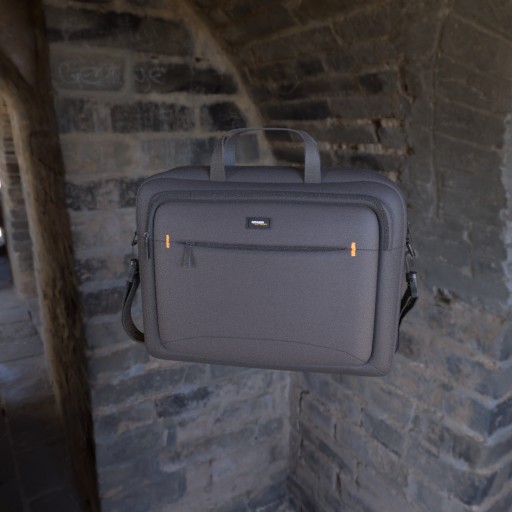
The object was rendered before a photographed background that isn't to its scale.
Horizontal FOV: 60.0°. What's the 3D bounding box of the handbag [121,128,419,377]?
[{"bbox_3d":[0.000,0.000,0.596,0.429,0.330,0.126,2,15,9],"label":"handbag"}]
